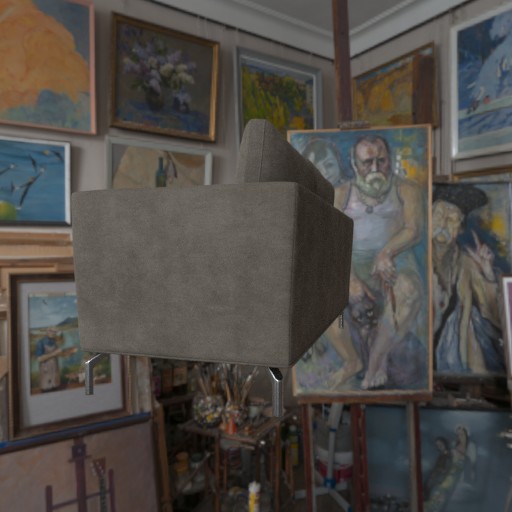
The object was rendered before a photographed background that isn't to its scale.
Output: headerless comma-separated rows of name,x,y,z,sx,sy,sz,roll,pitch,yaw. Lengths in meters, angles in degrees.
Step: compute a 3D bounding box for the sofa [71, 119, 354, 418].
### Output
sofa,0.000,0.000,2.341,0.855,1.013,1.832,0,1,18
